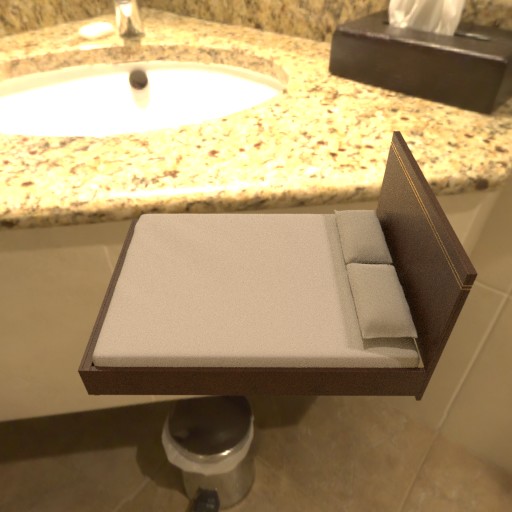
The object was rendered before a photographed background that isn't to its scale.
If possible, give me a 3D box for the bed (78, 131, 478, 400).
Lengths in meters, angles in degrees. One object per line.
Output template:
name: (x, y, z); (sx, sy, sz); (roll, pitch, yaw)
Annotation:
bed: (0.000, 0.000, 3.207); (2.221, 1.169, 1.613); (0, 41, 0)
